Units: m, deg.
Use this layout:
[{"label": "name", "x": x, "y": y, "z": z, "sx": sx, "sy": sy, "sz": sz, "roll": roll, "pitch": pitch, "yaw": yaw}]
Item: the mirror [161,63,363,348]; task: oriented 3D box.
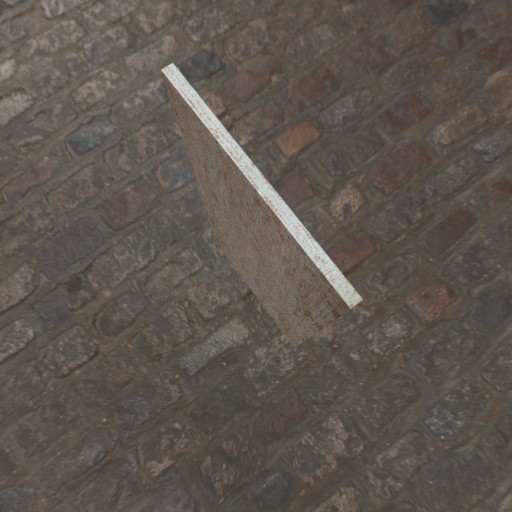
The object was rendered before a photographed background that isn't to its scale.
[{"label": "mirror", "x": 0.000, "y": 0.000, "z": 1.100, "sx": 0.027, "sy": 0.922, "sz": 0.472, "roll": -35, "pitch": 78, "yaw": -9}]
